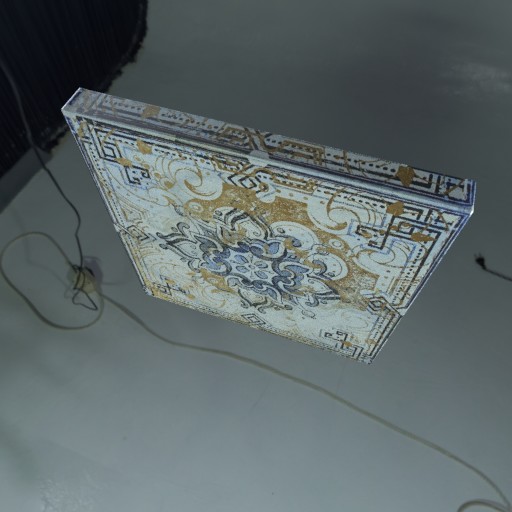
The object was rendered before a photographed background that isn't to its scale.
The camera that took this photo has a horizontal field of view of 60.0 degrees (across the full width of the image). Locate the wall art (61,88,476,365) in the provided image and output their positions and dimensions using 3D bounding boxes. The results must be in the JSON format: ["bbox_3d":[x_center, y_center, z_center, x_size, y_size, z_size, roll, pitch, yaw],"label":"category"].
[{"bbox_3d":[0.000,0.000,0.602,0.411,0.410,0.038,16,59,10],"label":"wall art"}]
